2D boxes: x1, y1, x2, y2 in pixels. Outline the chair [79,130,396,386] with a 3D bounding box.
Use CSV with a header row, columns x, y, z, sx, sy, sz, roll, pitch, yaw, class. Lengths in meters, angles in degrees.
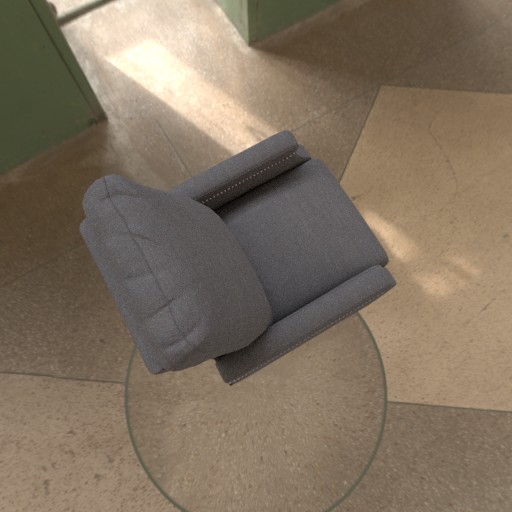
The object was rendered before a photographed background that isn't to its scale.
x,y,z,sx,sy,sz,roll,pitch,yaw,class
0.000,0.000,1.648,0.922,1.049,0.710,-29,76,-8,chair
